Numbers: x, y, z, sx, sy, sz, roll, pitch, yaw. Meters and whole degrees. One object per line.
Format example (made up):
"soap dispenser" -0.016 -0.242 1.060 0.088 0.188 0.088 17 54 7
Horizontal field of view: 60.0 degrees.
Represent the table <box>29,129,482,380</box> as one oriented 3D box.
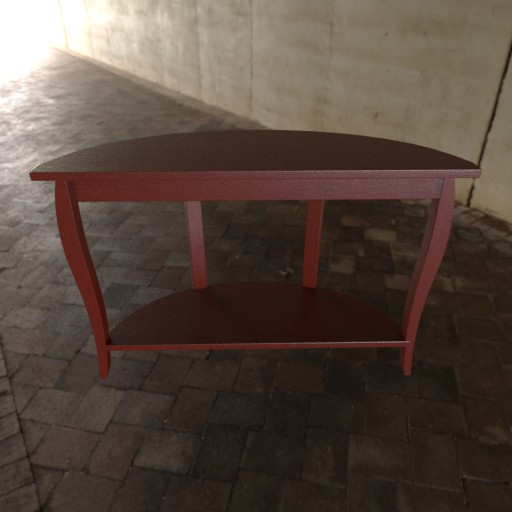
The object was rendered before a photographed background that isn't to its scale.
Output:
"table" 0.000 0.000 1.564 1.219 0.779 0.405 -1 31 -1
